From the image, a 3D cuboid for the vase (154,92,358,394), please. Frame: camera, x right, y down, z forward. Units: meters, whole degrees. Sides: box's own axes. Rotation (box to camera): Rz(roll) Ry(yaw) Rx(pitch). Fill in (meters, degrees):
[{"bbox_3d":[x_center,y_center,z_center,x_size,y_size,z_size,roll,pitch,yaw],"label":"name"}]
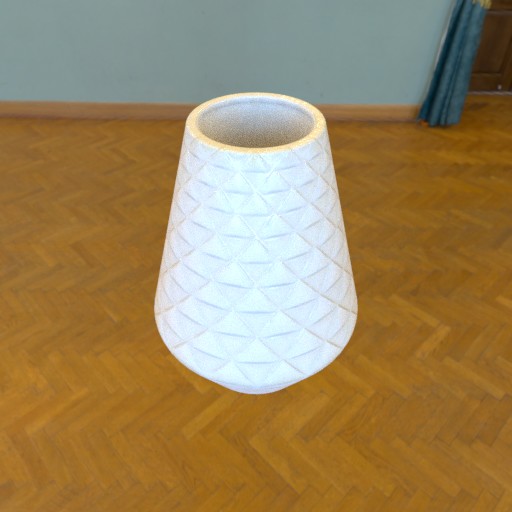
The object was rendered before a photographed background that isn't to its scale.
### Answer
[{"bbox_3d":[0.000,0.000,0.355,0.175,0.230,0.175,0,42,0],"label":"vase"}]
